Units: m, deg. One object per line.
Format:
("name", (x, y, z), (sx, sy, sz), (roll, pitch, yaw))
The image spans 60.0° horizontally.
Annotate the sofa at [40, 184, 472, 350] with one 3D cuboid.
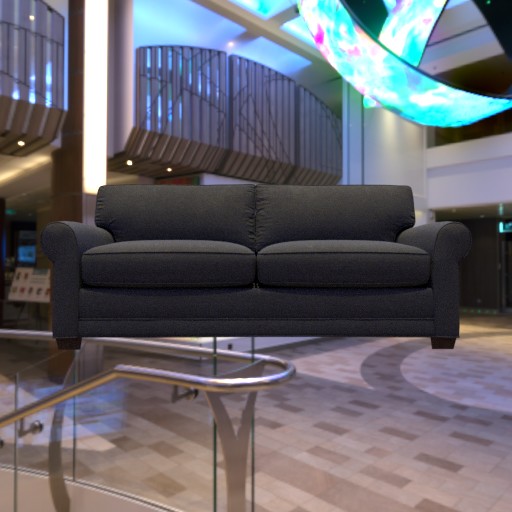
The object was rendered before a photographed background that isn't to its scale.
("sofa", (0.000, 0.000, 2.837), (2.391, 1.026, 0.954), (0, -1, 0))
